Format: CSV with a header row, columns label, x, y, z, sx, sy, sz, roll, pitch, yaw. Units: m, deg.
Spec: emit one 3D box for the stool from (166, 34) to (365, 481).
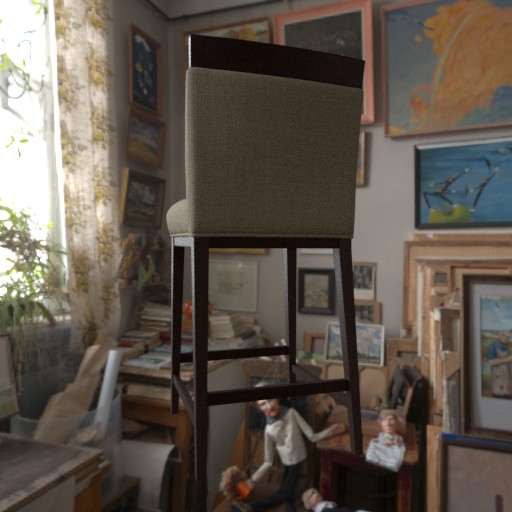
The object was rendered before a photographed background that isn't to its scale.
label,x,y,z,sx,sy,sz,roll,pitch,yaw
stool,0.000,0.000,1.270,0.463,1.011,0.480,0,1,-18
